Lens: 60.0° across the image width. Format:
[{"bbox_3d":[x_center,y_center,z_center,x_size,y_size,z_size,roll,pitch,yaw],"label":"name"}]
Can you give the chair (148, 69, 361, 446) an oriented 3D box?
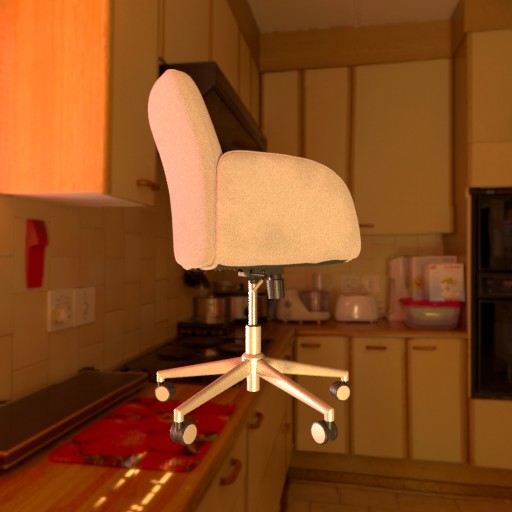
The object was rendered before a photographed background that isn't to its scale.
[{"bbox_3d":[0.000,0.000,1.388,0.654,0.959,0.648,0,0,-19],"label":"chair"}]
